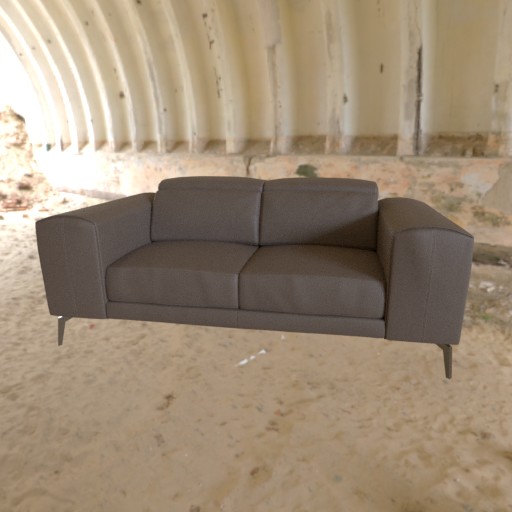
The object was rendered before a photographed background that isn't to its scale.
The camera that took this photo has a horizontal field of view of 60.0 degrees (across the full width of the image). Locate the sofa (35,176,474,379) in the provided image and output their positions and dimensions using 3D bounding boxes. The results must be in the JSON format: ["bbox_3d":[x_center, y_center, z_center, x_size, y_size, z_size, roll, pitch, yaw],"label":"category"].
[{"bbox_3d":[0.000,0.000,2.361,1.895,0.779,1.003,3,14,10],"label":"sofa"}]
